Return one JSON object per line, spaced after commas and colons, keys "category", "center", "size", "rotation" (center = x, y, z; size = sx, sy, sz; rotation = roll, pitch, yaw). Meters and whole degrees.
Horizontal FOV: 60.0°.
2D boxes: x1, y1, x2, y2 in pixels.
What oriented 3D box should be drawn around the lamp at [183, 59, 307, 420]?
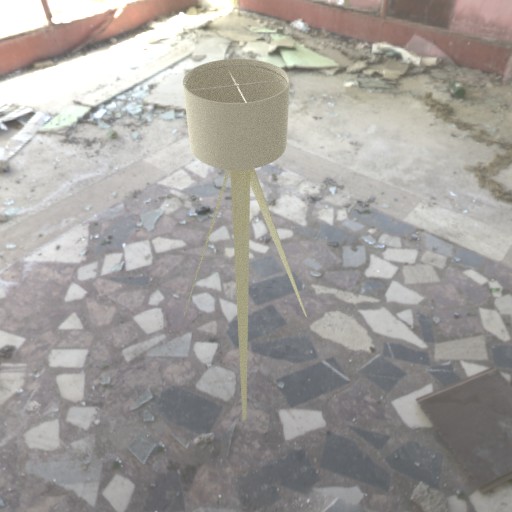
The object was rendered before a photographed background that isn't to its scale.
{"category": "lamp", "center": [0.000, 0.000, 1.940], "size": [0.724, 1.524, 0.716], "rotation": [-10, 46, -10]}
